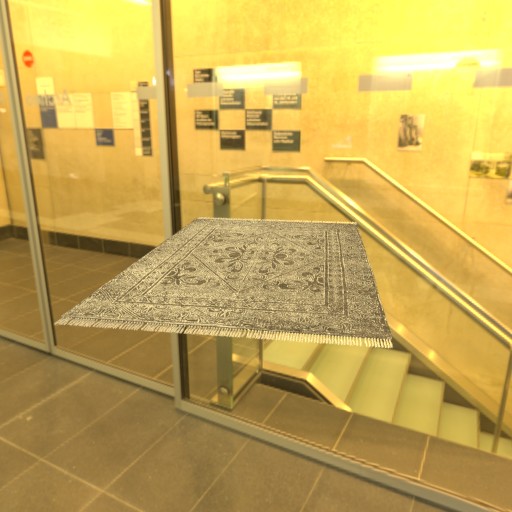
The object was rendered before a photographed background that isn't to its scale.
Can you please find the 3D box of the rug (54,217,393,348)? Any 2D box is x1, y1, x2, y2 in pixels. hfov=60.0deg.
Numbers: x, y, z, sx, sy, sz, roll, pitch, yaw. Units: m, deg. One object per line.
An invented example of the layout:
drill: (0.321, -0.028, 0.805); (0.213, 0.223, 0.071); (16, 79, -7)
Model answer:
rug: (0.000, 0.000, 3.067); (1.529, 0.010, 2.440); (3, 17, 8)
